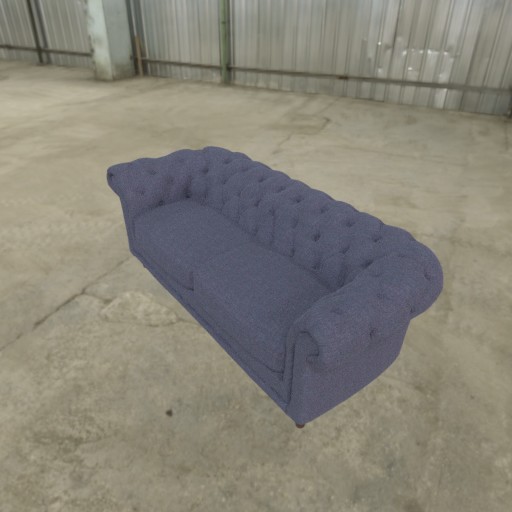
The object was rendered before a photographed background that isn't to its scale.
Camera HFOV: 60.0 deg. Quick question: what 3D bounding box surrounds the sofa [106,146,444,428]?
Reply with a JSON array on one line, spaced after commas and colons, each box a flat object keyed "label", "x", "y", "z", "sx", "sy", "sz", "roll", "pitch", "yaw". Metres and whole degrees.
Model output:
[{"label": "sofa", "x": 0.000, "y": 0.000, "z": 2.899, "sx": 1.046, "sy": 0.836, "sz": 2.335, "roll": -22, "pitch": 39, "yaw": -30}]
